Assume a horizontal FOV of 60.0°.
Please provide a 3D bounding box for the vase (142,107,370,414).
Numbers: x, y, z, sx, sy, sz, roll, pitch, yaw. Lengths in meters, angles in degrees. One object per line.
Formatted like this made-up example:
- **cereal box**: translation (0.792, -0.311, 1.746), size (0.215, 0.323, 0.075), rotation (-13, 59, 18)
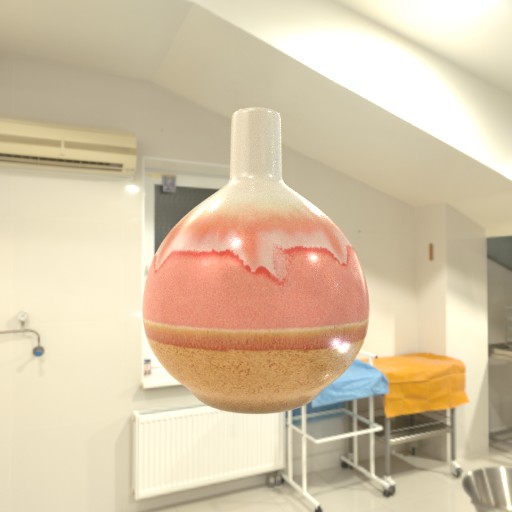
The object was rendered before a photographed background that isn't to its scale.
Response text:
- **vase**: translation (0.000, 0.000, 0.276), size (0.137, 0.176, 0.137), rotation (0, -1, 0)
